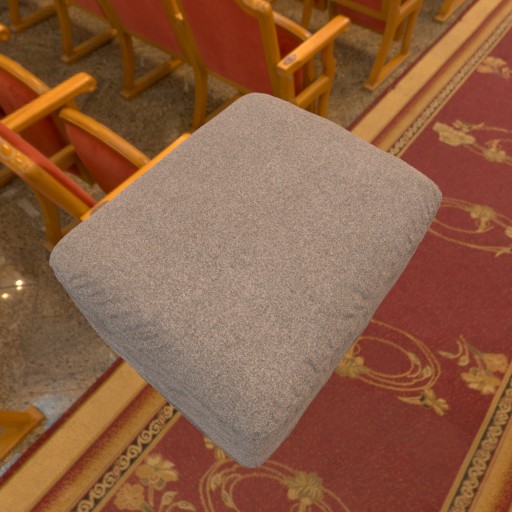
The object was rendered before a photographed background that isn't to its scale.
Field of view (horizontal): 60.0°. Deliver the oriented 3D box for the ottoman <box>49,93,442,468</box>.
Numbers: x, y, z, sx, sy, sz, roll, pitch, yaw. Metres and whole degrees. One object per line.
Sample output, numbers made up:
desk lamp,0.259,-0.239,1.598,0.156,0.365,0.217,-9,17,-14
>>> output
ottoman,0.000,0.000,1.219,0.683,0.481,0.837,34,64,19
